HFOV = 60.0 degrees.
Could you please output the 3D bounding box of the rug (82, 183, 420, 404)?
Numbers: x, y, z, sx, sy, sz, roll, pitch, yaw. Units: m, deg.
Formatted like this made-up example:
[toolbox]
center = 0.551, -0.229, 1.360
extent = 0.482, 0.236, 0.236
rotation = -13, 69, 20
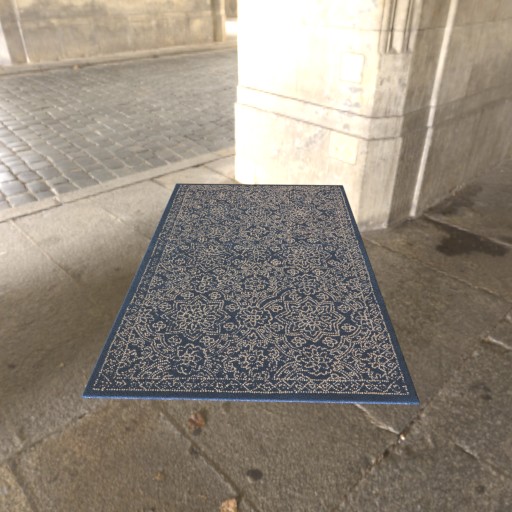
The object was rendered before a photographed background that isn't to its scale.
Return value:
[rug]
center = 0.000, 0.000, 3.025
extent = 1.526, 0.015, 2.441
rotation = 1, 32, 1
